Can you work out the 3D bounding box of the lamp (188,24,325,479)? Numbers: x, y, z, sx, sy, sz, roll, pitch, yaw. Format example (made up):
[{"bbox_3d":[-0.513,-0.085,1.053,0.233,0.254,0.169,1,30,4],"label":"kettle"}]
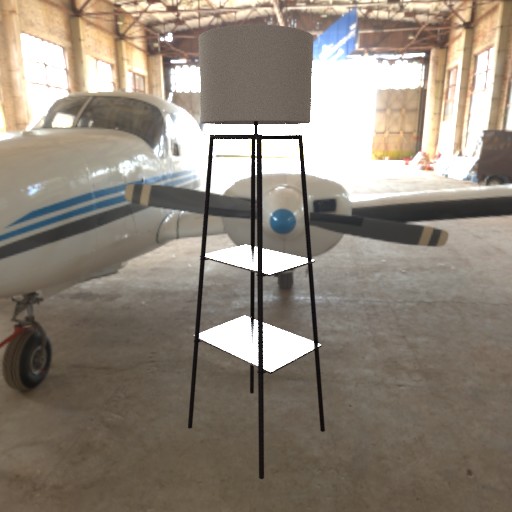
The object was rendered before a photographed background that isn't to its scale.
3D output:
[{"bbox_3d":[0.000,0.000,1.641,0.427,1.474,0.384,14,20,42],"label":"lamp"}]
